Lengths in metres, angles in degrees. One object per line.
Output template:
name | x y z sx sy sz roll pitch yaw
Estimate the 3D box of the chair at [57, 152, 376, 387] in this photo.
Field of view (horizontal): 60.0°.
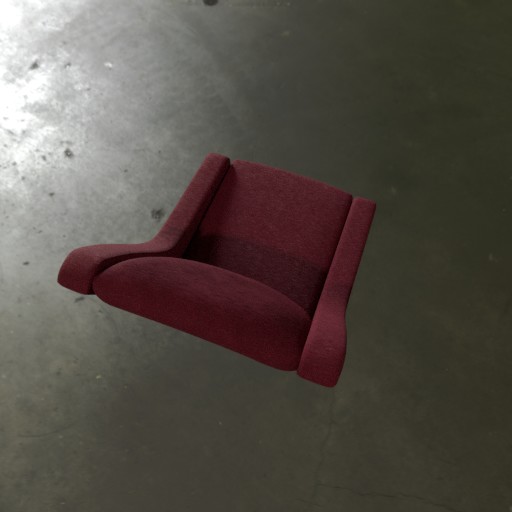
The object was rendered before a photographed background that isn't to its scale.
chair | 0.000 0.000 1.752 0.793 1.017 0.985 19 65 9
